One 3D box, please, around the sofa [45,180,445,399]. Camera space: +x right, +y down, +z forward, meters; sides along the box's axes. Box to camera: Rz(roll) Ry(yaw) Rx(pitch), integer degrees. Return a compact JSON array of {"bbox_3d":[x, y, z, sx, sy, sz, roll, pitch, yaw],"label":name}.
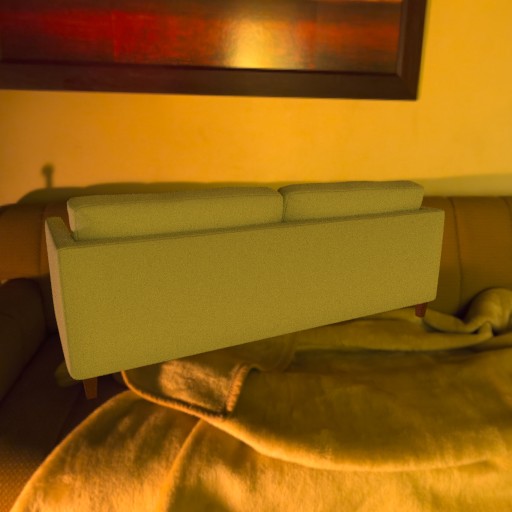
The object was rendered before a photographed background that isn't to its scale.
[{"bbox_3d":[0.000,0.000,2.900,2.434,0.965,0.948,-7,16,-27],"label":"sofa"}]
